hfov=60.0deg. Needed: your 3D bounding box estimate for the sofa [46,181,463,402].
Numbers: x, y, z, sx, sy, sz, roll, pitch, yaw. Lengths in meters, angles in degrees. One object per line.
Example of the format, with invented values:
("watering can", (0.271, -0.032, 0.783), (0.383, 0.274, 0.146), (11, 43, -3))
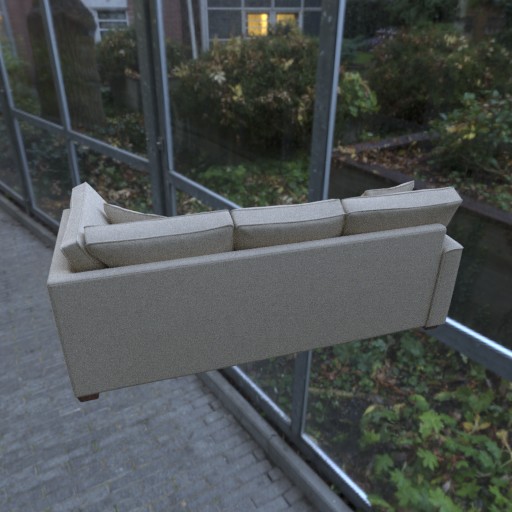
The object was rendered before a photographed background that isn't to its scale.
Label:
("sofa", (0.000, 0.000, 2.871), (2.317, 0.962, 1.061), (-8, 28, -15))
